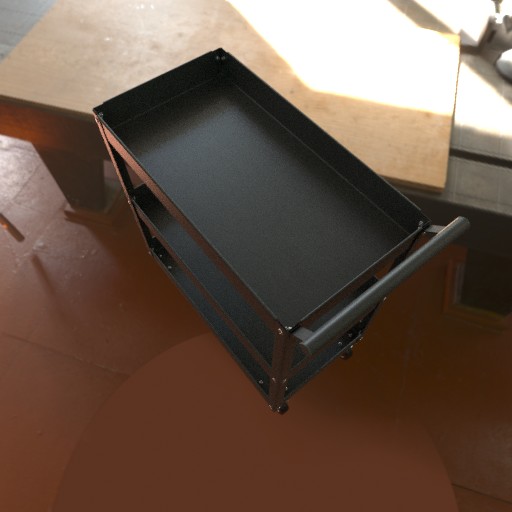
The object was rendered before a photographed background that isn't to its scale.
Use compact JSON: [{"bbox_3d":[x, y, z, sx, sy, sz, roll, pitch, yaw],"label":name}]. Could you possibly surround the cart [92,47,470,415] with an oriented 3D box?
[{"bbox_3d":[0.000,0.000,1.170,0.366,0.780,0.719,-34,65,-18],"label":"cart"}]
